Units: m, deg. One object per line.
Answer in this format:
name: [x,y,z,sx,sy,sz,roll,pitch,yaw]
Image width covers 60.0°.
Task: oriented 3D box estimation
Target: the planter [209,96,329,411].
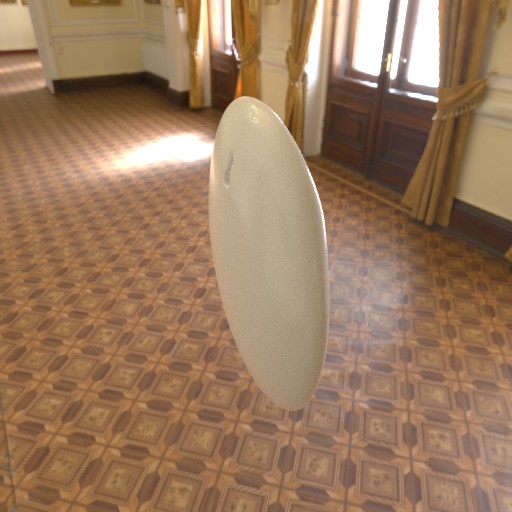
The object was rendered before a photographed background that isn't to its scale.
planter: [0.000,0.000,0.277,0.043,0.188,0.185,-10,33,-15]
